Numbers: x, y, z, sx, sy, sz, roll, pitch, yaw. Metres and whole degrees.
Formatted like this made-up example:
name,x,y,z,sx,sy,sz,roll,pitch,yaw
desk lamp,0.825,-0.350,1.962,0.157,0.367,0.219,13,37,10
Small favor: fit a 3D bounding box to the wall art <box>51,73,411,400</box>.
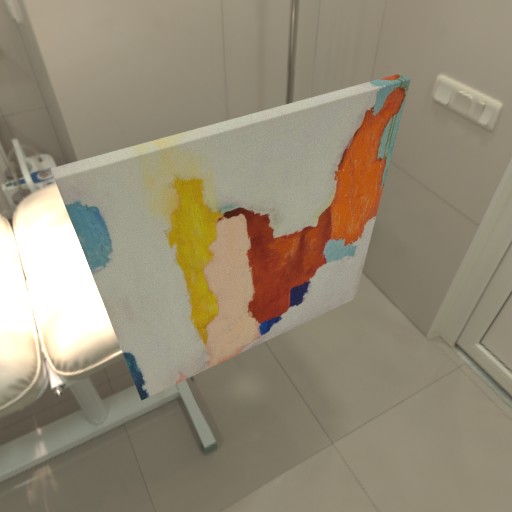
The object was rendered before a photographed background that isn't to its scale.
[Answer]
name,x,y,z,sx,sy,sz,roll,pitch,yaw
wall art,0.000,0.000,1.202,0.814,0.814,0.037,-22,49,-20
